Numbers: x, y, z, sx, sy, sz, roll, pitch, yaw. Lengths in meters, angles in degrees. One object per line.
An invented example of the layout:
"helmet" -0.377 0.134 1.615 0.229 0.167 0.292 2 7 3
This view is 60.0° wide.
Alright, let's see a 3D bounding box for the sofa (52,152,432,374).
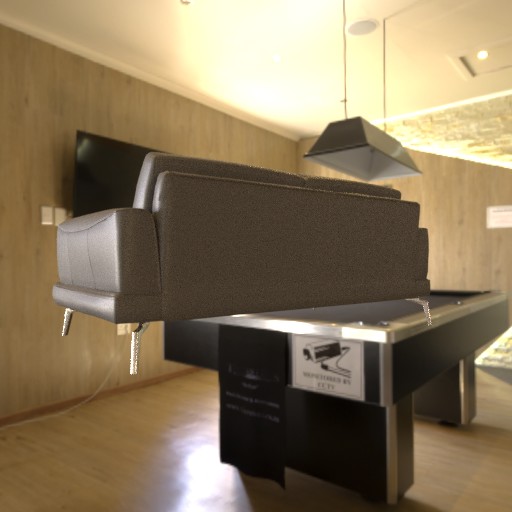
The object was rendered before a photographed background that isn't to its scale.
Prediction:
"sofa" 0.000 0.000 2.743 2.177 0.930 1.121 0 0 -37
